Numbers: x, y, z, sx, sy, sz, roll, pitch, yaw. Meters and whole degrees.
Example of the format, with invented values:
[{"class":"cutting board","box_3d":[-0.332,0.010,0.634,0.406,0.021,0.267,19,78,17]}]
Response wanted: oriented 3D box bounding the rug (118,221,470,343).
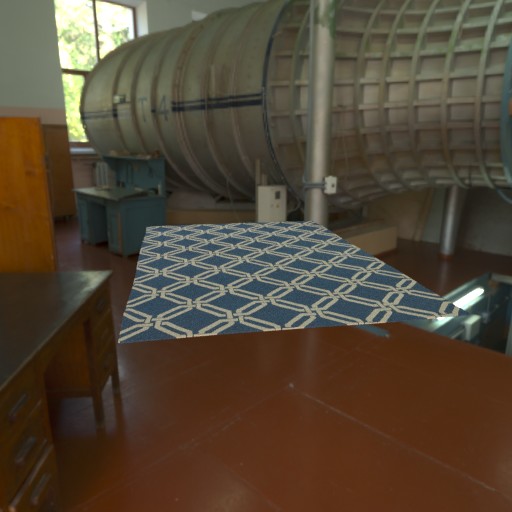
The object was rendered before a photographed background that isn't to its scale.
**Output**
[{"class":"rug","box_3d":[0.000,0.000,2.212,1.153,0.010,1.755,-3,15,-10]}]
